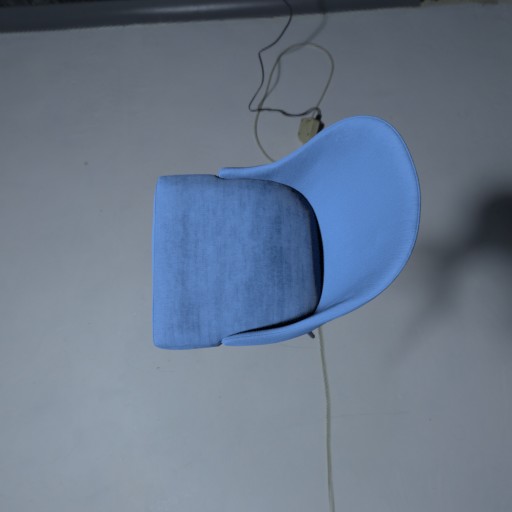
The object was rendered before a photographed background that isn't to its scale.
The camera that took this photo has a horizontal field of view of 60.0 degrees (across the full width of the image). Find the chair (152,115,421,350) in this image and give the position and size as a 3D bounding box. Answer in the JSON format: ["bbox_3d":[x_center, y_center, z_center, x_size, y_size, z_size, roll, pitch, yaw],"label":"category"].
[{"bbox_3d":[0.000,0.000,1.185,0.559,0.896,0.478,-2,76,0],"label":"chair"}]
